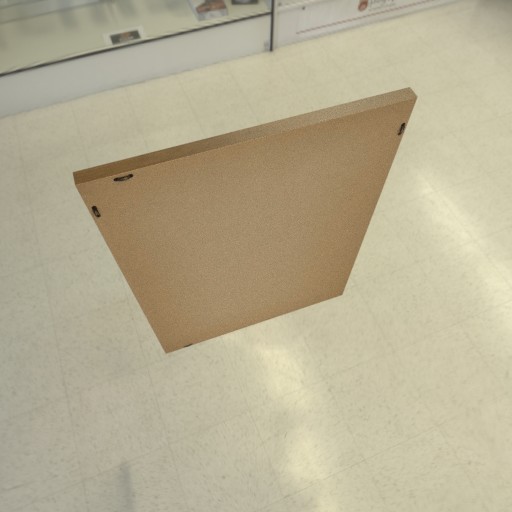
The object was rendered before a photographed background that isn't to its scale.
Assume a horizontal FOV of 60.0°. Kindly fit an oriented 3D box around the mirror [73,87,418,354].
[{"bbox_3d":[0.000,0.000,1.375,0.762,1.016,0.041,-17,61,-10],"label":"mirror"}]
